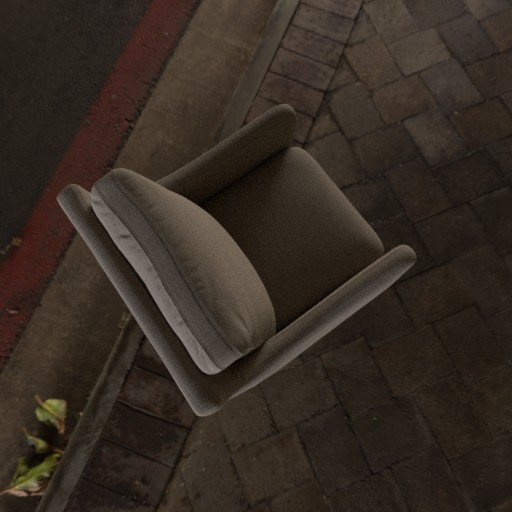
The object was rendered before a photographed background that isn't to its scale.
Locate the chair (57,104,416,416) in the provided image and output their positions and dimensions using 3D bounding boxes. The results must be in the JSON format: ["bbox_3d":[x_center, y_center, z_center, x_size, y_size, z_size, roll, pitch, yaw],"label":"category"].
[{"bbox_3d":[0.000,0.000,1.357,0.694,0.914,0.626,-35,78,-9],"label":"chair"}]
